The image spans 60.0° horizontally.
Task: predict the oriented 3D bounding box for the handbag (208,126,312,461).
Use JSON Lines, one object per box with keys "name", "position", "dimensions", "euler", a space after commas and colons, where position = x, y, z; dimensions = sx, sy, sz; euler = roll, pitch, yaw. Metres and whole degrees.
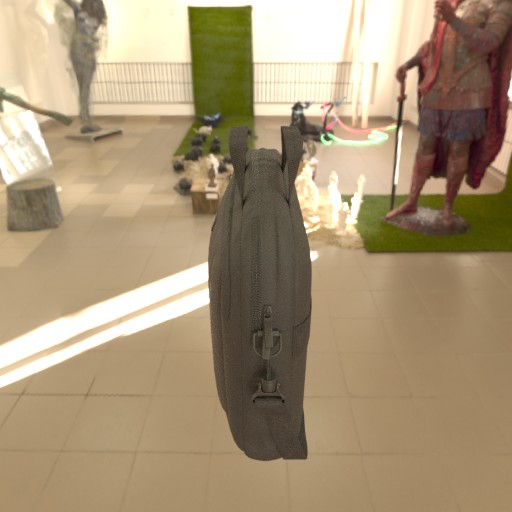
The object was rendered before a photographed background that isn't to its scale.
{"name": "handbag", "position": [0.000, 0.000, 0.433], "dimensions": [0.089, 0.244, 0.320], "euler": [0, 28, 0]}
